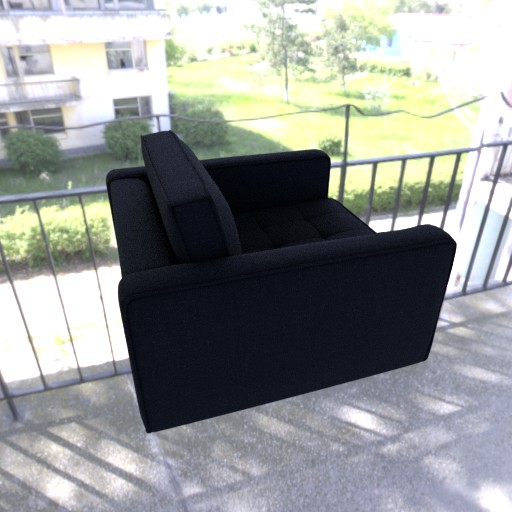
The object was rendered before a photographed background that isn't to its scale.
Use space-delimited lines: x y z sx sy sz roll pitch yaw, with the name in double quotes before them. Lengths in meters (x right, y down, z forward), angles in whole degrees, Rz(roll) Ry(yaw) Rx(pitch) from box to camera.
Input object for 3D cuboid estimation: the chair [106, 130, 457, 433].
"chair" 0.000 0.000 1.545 0.920 0.770 0.899 -9 32 -16
